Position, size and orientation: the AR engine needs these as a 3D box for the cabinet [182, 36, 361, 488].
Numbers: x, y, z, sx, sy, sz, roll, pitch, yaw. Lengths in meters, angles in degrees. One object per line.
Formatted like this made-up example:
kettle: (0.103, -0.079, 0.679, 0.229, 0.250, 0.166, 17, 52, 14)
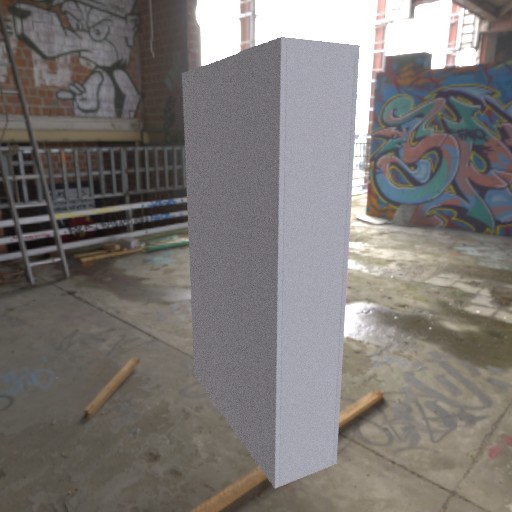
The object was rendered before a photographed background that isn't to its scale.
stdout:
cabinet: (0.000, 0.000, 1.580, 0.250, 1.280, 0.750, -8, 17, -26)
